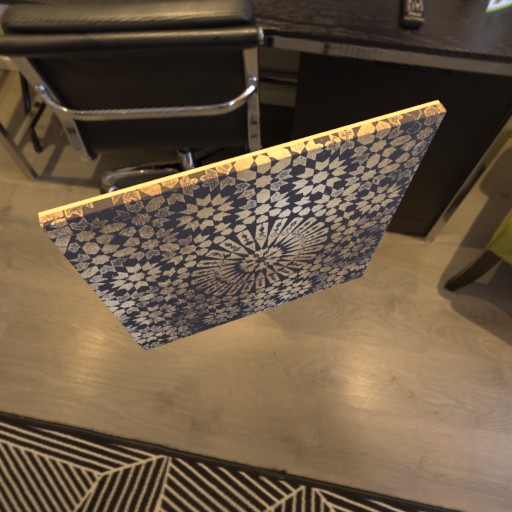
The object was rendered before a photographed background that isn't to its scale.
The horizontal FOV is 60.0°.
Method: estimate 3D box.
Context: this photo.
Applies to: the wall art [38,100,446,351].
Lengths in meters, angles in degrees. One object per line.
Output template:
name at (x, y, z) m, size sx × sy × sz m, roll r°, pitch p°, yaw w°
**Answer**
wall art at (0.000, 0.000, 1.354) m, size 0.914 × 0.914 × 0.038 m, roll -18°, pitch 64°, yaw -9°
